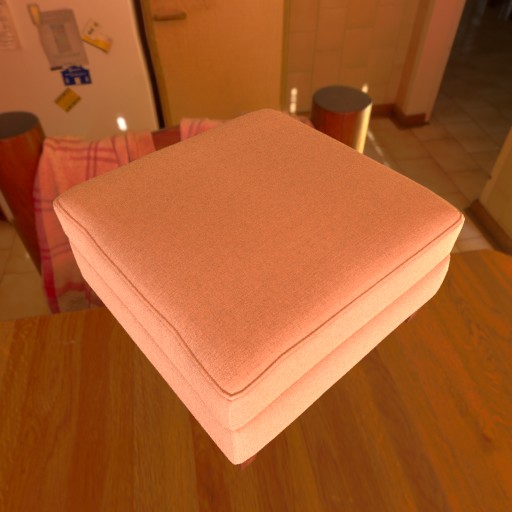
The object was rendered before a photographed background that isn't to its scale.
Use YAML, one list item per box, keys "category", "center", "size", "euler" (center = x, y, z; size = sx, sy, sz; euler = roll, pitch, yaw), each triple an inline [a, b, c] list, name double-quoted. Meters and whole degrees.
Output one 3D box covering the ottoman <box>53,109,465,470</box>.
- category: "ottoman"
  center: [0.000, 0.000, 1.347]
  size: [0.838, 0.503, 0.838]
  euler: [-32, 53, -27]
